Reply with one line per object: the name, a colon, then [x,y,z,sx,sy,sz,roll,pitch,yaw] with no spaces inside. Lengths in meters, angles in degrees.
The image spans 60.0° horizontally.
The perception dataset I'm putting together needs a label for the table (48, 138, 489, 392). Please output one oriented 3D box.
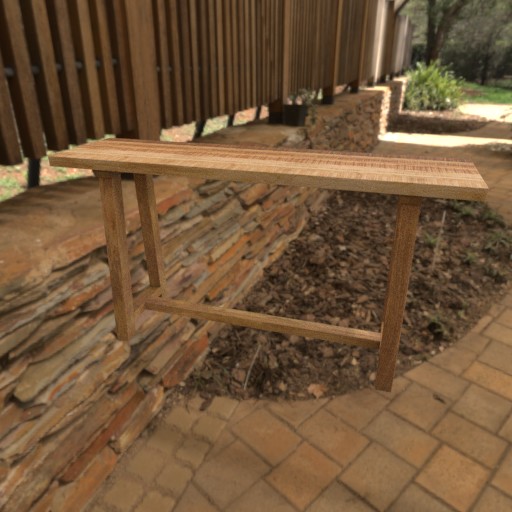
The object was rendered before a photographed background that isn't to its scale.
table: [0.000,0.000,1.823,1.524,0.810,0.405,7,26,15]
